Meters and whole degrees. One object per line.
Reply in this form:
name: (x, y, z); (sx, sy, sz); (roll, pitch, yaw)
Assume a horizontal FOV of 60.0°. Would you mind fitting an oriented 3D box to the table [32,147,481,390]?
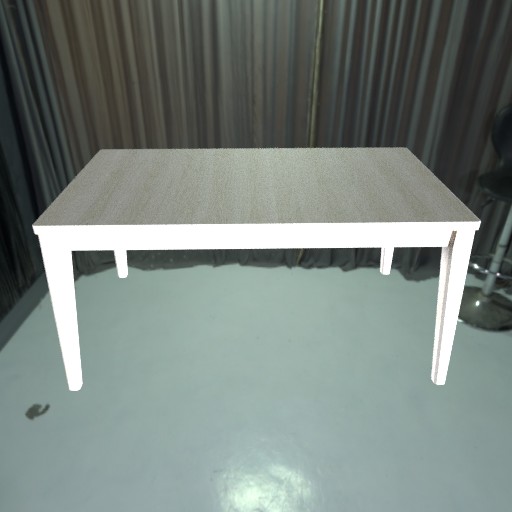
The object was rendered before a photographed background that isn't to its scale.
table: (0.000, 0.000, 2.068); (1.600, 0.760, 0.900); (-1, 31, -1)
